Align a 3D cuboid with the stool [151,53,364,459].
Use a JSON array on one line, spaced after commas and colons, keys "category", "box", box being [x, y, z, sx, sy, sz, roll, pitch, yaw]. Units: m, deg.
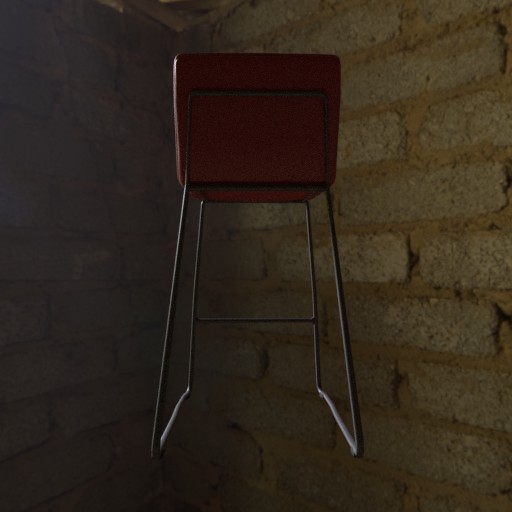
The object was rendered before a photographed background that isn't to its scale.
[{"category": "stool", "box": [0.000, 0.000, 1.256, 0.489, 0.937, 0.524, 0, 0, -1]}]
